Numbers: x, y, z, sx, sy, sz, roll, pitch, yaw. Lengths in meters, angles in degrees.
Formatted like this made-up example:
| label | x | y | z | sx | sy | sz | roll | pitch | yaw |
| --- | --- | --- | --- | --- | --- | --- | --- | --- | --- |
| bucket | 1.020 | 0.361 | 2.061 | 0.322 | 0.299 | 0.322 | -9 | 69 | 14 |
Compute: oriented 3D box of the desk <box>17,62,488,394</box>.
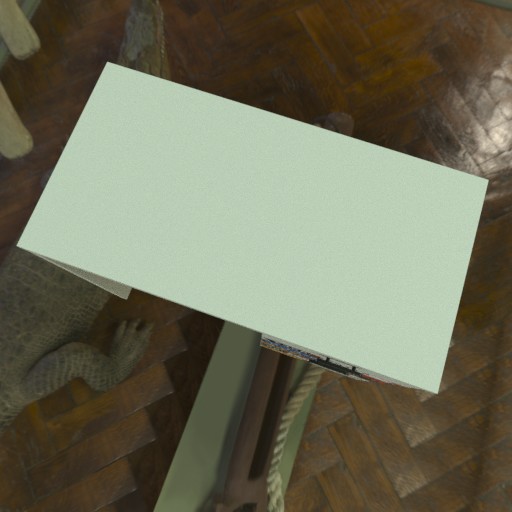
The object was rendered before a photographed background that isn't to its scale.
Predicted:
| label | x | y | z | sx | sy | sz | roll | pitch | yaw |
| --- | --- | --- | --- | --- | --- | --- | --- | --- | --- |
| desk | 0.000 | 0.000 | 1.293 | 0.898 | 0.730 | 0.482 | 19 | 77 | 4 |
